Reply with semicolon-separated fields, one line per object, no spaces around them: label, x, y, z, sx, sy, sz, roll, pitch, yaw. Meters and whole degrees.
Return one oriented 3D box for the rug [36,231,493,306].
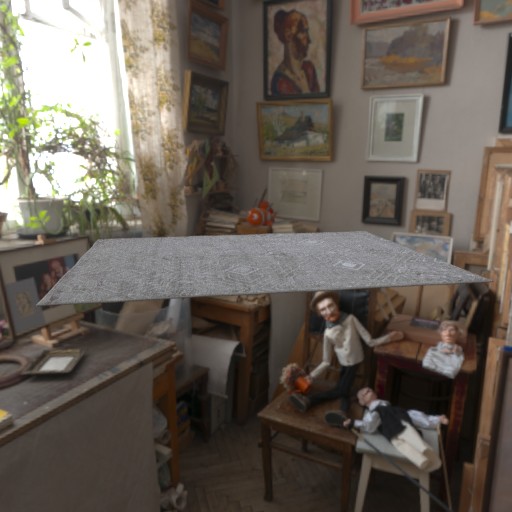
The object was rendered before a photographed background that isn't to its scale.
rug;0.000;0.000;4.355;3.359;0.020;2.448;-2;13;-10
